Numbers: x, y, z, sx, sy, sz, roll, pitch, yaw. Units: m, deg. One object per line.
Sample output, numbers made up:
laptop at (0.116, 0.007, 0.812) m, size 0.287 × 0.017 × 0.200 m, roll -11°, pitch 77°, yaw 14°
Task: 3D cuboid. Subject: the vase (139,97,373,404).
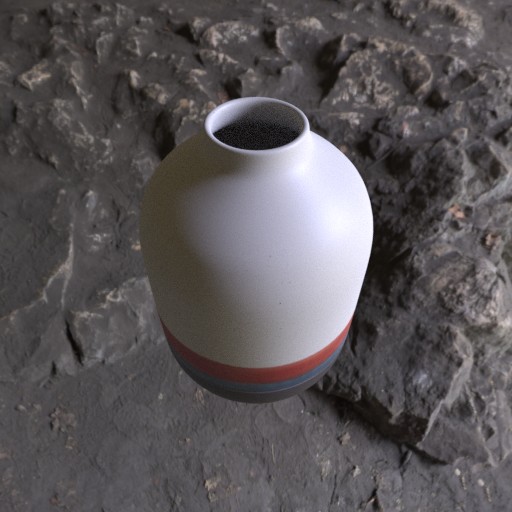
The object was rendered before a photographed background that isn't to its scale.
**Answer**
vase at (0.000, 0.000, 0.352) m, size 0.169 × 0.237 × 0.169 m, roll 0°, pitch 48°, yaw 0°
